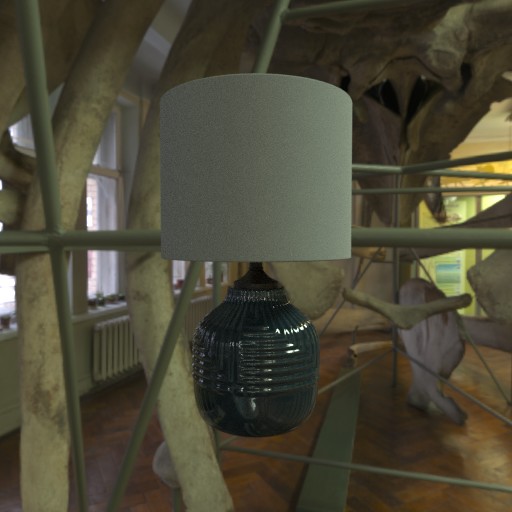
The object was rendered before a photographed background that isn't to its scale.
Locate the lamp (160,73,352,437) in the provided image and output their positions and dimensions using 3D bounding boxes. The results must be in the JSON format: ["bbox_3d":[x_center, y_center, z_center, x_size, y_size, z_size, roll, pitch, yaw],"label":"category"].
[{"bbox_3d":[0.000,0.000,0.758,0.318,0.567,0.318,0,2,0],"label":"lamp"}]
